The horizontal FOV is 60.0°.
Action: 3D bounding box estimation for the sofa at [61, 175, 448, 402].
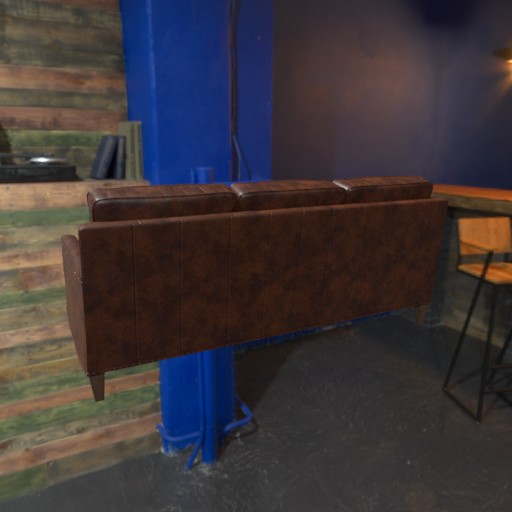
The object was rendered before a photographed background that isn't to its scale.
[{"bbox_3d":[0.000,0.000,2.824,2.240,1.003,1.084,-7,16,-26],"label":"sofa"}]
